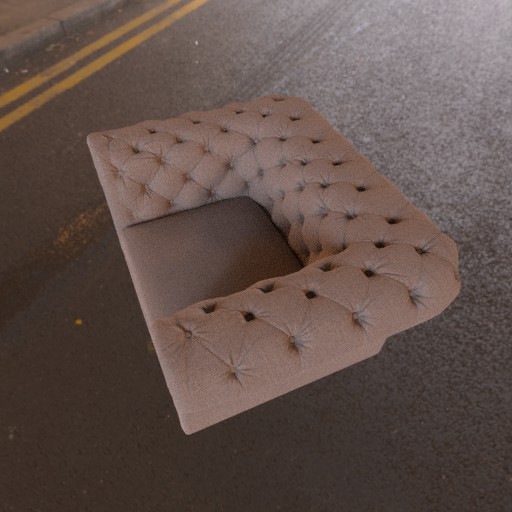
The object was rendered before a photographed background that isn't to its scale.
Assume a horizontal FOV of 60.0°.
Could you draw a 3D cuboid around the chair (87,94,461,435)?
[{"bbox_3d":[0.000,0.000,1.798,0.976,0.770,1.270,-18,50,-16],"label":"chair"}]
